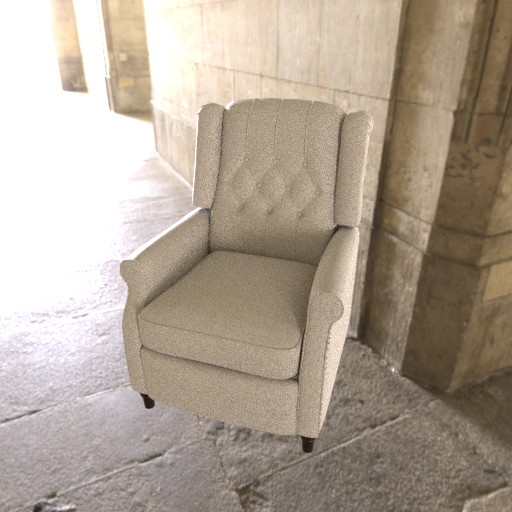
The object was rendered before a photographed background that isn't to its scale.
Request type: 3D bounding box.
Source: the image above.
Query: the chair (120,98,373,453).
[{"bbox_3d":[0.000,0.000,1.652,0.742,1.035,0.902,9,28,16],"label":"chair"}]
